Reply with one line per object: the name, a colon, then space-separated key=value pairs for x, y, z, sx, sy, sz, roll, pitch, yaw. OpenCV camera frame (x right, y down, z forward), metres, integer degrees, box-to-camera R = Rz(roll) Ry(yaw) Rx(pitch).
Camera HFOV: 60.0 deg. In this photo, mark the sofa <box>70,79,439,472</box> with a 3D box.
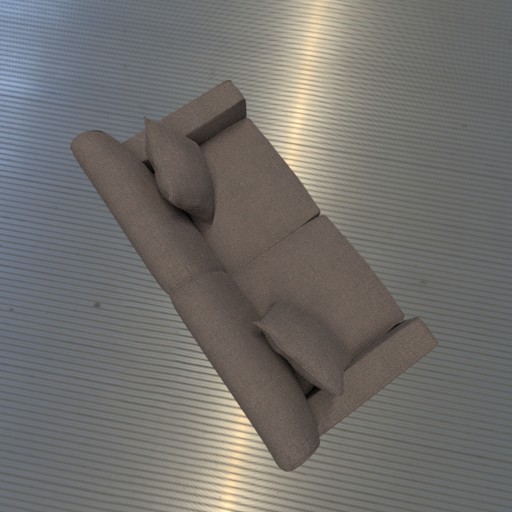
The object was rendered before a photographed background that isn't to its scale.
sofa: x=0.000 y=0.000 z=2.449 sx=1.000 sy=0.958 sz=1.846 roll=-34 pitch=78 yaw=-8
